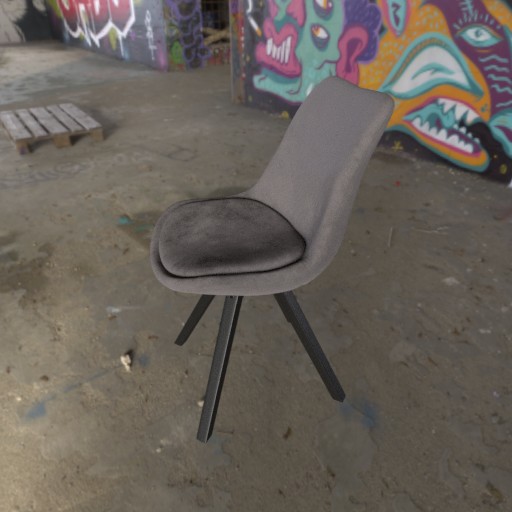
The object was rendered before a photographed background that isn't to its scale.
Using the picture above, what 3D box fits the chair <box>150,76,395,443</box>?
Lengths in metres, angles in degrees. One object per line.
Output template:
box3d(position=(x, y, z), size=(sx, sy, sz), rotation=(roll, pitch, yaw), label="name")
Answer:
box3d(position=(0.000, 0.000, 1.194), size=(0.550, 0.850, 0.476), rotation=(-9, 33, -15), label="chair")
